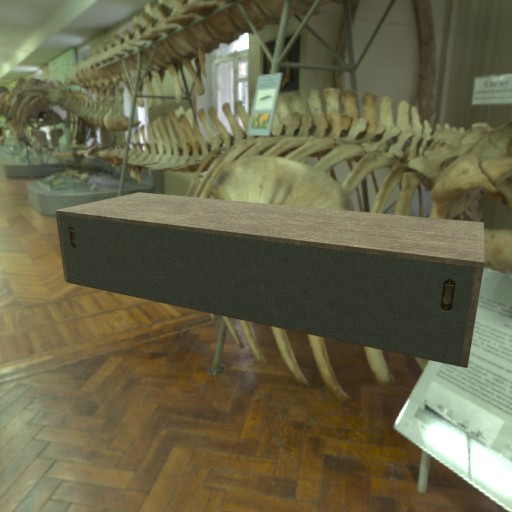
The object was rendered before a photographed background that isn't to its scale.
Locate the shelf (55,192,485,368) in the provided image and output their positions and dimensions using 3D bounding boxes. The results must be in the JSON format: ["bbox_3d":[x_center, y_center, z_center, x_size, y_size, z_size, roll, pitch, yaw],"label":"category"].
[{"bbox_3d":[0.000,0.000,0.678,0.610,0.125,0.200,8,19,25],"label":"shelf"}]
